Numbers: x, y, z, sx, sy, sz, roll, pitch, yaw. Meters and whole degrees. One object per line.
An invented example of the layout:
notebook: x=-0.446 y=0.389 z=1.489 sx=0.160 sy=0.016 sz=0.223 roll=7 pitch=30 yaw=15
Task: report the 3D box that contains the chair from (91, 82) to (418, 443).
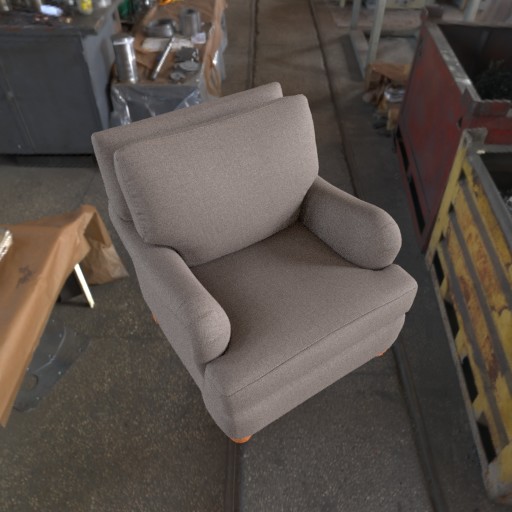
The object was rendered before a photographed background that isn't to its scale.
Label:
chair: x=0.000 y=0.000 z=1.899 sx=0.955 sy=1.038 sz=1.070 roll=-24 pitch=50 yaw=-22
